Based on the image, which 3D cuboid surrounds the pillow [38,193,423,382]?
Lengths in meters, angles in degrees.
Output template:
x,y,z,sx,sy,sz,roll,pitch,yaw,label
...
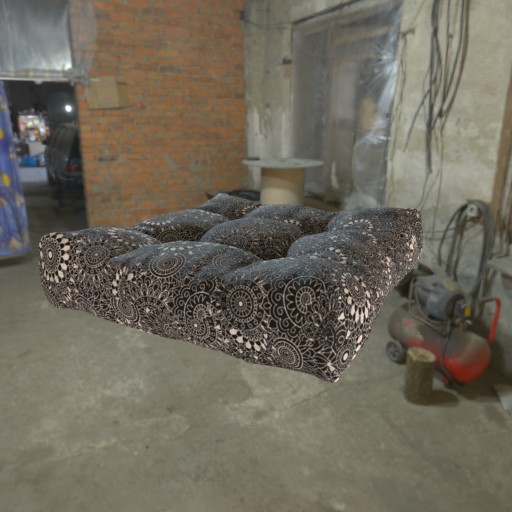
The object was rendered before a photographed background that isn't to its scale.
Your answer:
x,y,z,sx,sy,sz,roll,pitch,yaw,label
0.000,0.000,0.732,0.468,0.128,0.490,9,19,27,pillow
